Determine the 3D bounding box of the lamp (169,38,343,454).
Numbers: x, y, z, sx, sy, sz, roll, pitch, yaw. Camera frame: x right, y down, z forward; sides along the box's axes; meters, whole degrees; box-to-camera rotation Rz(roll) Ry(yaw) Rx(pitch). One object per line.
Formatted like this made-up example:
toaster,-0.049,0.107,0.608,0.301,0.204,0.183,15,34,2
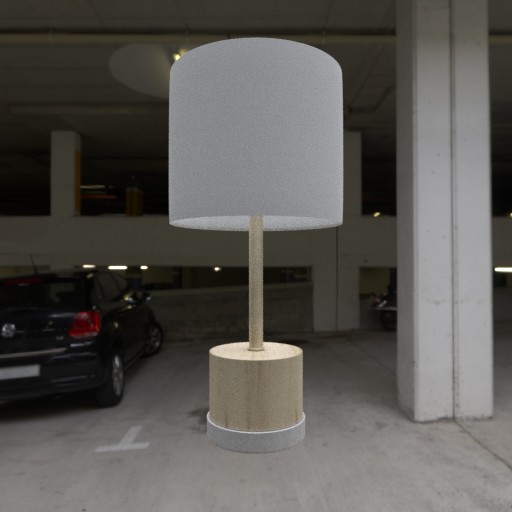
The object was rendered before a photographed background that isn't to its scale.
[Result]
lamp,0.000,0.000,0.590,0.229,0.470,0.229,0,-1,-1
